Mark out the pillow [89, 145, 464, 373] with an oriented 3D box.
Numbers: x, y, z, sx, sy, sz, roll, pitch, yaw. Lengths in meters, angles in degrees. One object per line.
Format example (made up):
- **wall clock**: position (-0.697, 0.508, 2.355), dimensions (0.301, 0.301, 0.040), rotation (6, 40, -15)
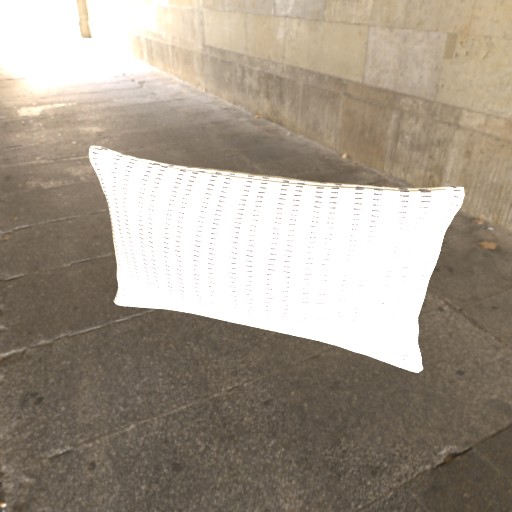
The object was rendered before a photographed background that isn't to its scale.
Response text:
- **pillow**: position (0.000, 0.000, 0.808), dimensions (0.640, 0.353, 0.210), rotation (10, 32, 16)
